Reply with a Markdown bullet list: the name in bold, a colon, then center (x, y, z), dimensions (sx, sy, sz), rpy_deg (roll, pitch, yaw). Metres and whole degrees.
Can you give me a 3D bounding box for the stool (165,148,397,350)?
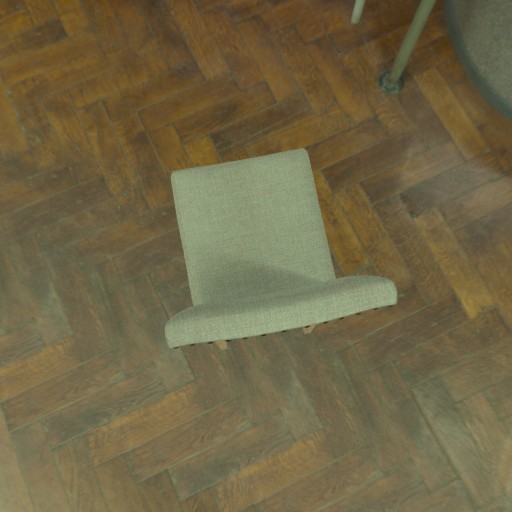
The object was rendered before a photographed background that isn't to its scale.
- **stool**: center (0.000, 0.000, 1.452), dimensions (0.445, 1.203, 0.585), rpy_deg (-11, 76, -3)
